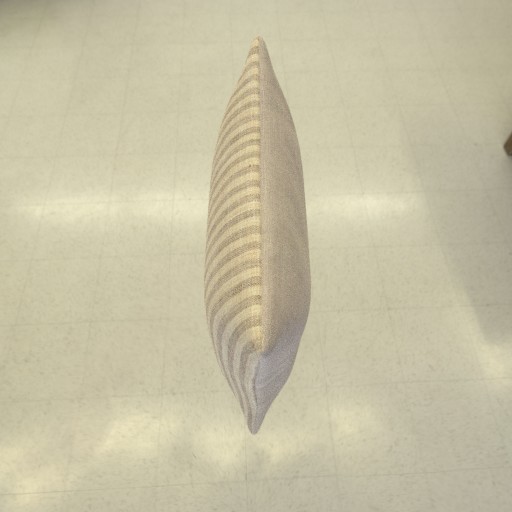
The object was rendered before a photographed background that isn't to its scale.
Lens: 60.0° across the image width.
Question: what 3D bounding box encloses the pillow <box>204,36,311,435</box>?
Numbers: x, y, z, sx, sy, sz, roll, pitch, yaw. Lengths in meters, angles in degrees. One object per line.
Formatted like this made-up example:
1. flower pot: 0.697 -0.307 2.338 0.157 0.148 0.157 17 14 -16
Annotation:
1. pillow: 0.000 0.000 0.784 0.166 0.510 0.523 0 59 0
